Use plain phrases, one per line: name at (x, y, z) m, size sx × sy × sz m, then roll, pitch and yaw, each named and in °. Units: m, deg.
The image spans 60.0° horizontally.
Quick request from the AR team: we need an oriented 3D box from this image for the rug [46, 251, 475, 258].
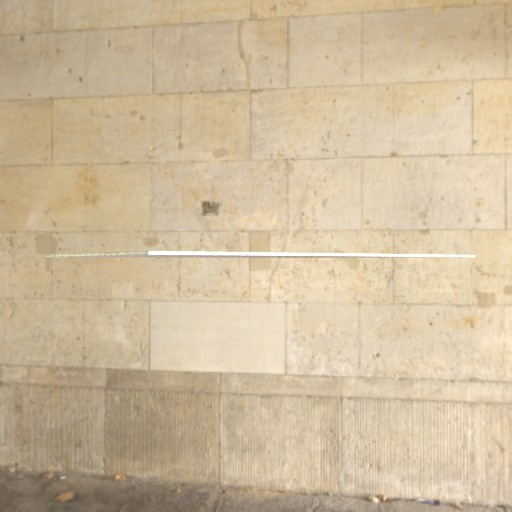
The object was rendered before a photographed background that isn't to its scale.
rug at (0.000, 0.000, 4.006) m, size 3.039 × 0.019 × 2.420 m, roll 0°, pitch -1°, yaw -36°
